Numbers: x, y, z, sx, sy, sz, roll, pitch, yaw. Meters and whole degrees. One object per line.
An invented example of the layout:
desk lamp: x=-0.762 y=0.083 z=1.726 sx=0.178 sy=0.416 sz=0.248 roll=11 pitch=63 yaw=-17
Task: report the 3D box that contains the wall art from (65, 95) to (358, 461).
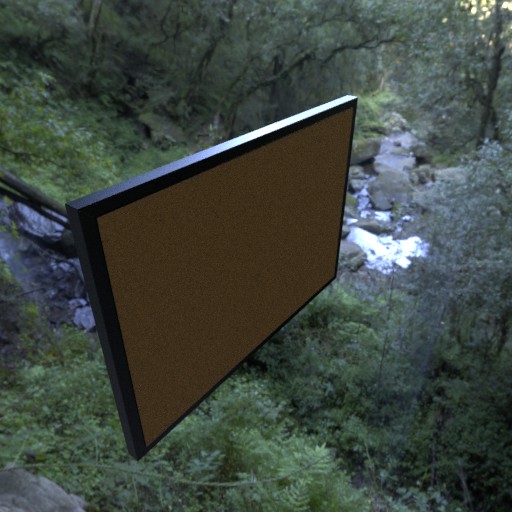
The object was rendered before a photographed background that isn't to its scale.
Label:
wall art: x=0.000 y=0.000 z=0.826 sx=0.027 sy=0.458 sz=0.657 roll=23 pitch=39 yaw=31
